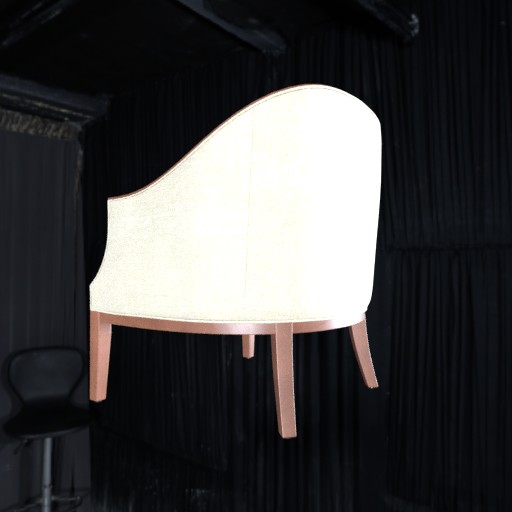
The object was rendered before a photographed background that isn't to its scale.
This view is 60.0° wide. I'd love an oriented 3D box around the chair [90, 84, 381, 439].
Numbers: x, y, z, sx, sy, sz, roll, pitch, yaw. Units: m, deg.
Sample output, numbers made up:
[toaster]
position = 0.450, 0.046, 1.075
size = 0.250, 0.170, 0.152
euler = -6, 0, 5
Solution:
[chair]
position = 0.000, 0.000, 1.445
size = 0.735, 0.876, 0.803
euler = 0, -1, 37
